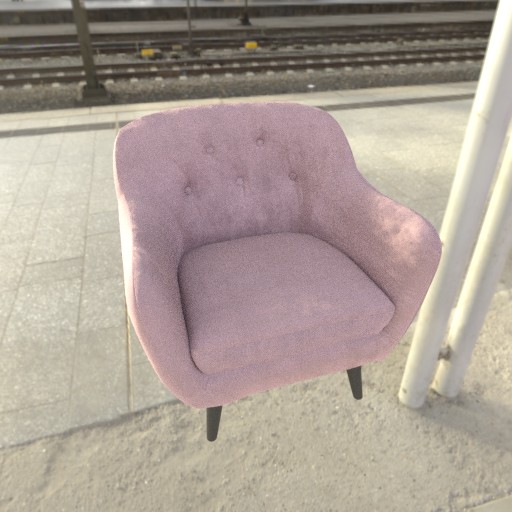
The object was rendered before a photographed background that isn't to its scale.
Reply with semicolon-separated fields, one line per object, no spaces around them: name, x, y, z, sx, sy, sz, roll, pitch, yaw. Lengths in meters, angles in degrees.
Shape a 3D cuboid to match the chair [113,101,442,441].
chair;0.000;0.000;1.471;0.840;0.820;0.820;-10;34;-15
